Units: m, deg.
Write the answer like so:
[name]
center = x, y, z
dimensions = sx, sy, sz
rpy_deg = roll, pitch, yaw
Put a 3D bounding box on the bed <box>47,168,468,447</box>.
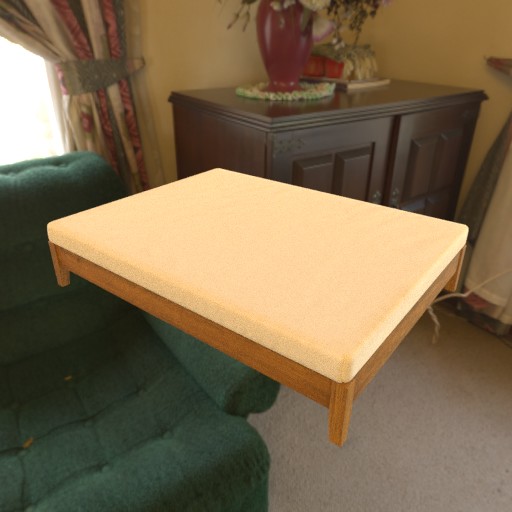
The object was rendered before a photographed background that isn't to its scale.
[bed]
center = 0.000, 0.000, 2.711
dimensions = 2.016, 0.431, 1.536
rpy_deg = 20, 33, 33
